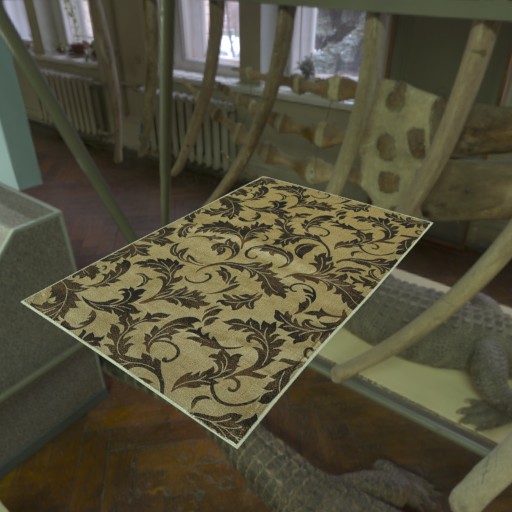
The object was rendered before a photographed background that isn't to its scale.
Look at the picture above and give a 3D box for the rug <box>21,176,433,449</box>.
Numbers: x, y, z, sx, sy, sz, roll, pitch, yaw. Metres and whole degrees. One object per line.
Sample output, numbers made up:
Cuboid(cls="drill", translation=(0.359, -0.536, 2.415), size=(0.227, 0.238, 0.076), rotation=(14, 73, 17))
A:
Cuboid(cls="rug", translation=(0.000, 0.000, 2.816), size=(1.522, 0.008, 2.284), rotation=(21, 37, 30))
